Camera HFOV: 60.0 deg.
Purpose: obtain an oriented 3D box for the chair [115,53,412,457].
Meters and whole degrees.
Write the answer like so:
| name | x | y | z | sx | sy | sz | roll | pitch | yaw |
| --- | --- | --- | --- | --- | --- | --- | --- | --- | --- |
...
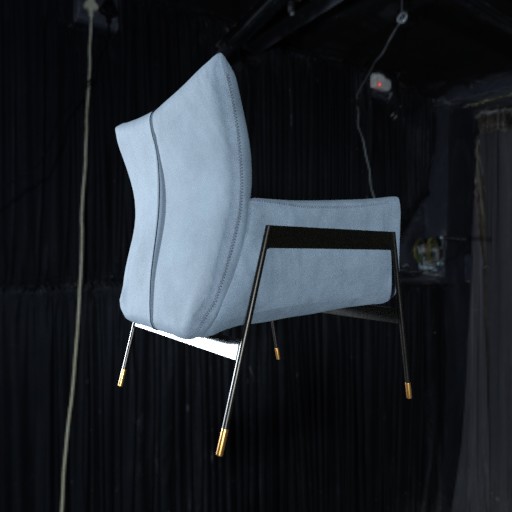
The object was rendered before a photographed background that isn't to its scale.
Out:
| name | x | y | z | sx | sy | sz | roll | pitch | yaw |
| --- | --- | --- | --- | --- | --- | --- | --- | --- | --- |
| chair | 0.000 | 0.000 | 1.390 | 0.709 | 0.858 | 0.678 | 0 | 0 | -36 |
